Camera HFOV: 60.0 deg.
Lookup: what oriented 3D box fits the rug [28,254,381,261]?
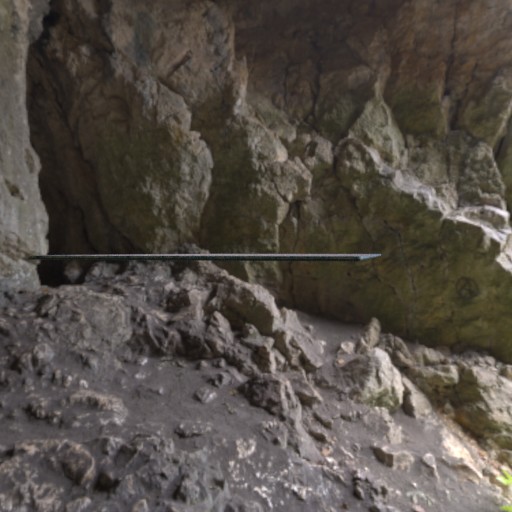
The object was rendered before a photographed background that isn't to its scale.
[{"bbox_3d":[0.000,0.000,2.349,1.219,0.016,1.829,0,0,18],"label":"rug"}]
